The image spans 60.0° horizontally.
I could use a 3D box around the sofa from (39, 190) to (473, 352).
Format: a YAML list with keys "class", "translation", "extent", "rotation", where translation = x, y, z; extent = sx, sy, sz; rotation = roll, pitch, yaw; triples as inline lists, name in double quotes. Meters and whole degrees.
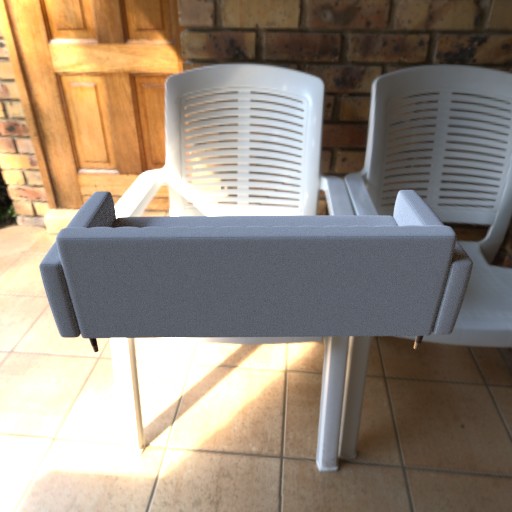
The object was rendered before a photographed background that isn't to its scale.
- class: "sofa"
  translation: [0.000, 0.000, 2.794]
  extent: [2.291, 0.821, 0.990]
  rotation: [0, 31, -1]
